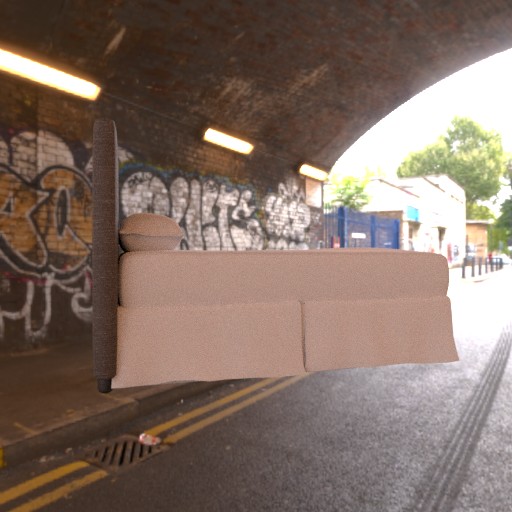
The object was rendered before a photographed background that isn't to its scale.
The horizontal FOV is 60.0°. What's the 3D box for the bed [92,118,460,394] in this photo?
[{"bbox_3d":[0.000,0.000,3.187,2.142,1.330,1.723,0,0,-17],"label":"bed"}]
